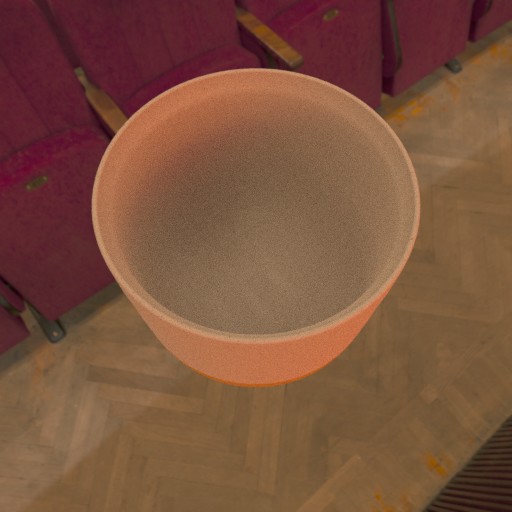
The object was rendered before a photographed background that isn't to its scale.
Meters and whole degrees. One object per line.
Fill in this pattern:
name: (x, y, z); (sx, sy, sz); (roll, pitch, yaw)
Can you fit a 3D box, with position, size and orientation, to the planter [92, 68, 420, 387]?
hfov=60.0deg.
planter: (0.000, 0.000, 0.482); (0.268, 0.270, 0.268); (0, 64, 0)
